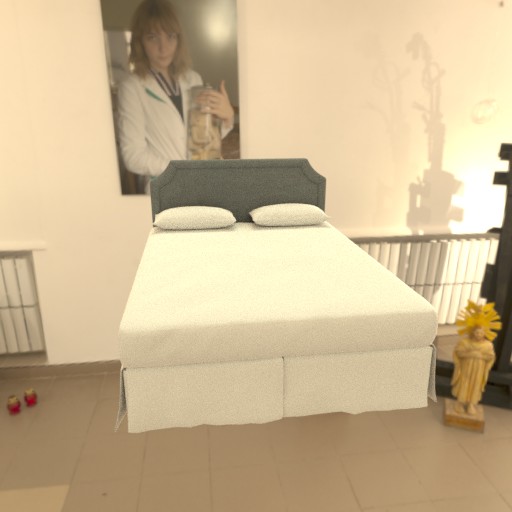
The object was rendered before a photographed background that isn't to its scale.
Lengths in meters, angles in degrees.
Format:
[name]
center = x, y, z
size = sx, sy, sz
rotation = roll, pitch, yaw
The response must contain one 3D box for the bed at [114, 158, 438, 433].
[bed]
center = 0.000, 0.000, 3.583
size = 1.977, 1.306, 2.464
rotation = -3, 18, -8
